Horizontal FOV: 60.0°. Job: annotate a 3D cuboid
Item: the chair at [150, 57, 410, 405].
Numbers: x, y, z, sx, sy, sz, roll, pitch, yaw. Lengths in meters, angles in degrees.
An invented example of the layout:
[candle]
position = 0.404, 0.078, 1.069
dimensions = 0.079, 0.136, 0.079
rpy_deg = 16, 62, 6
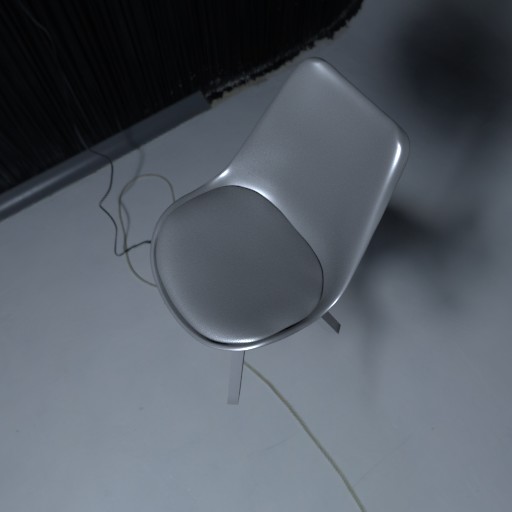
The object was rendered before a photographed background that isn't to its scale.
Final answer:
[chair]
position = 0.000, 0.000, 1.174
dimensions = 0.530, 0.850, 0.485
rpy_deg = -32, 67, -15
